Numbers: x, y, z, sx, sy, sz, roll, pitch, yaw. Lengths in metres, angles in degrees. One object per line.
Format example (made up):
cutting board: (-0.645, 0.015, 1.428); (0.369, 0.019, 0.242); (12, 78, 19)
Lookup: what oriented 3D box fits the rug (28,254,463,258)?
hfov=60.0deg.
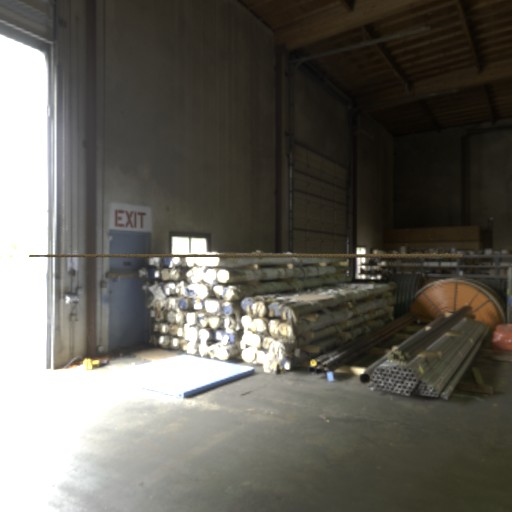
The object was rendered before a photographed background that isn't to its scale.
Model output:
rug: (0.000, 0.000, 2.089); (1.667, 0.013, 1.062); (0, 0, 19)
